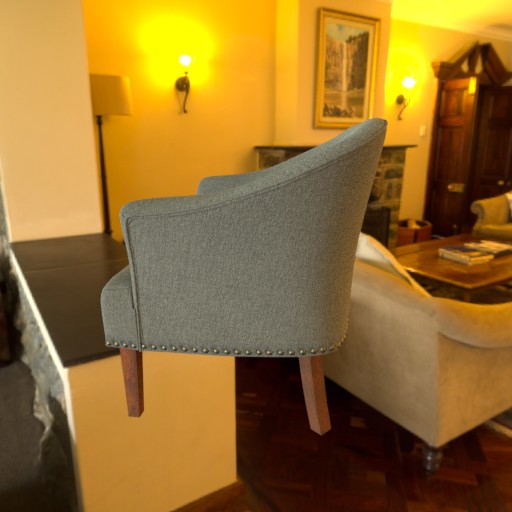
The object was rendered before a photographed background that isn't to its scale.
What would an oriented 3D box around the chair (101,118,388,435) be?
[{"bbox_3d":[0.000,0.000,1.379,0.704,0.815,0.798,2,15,8],"label":"chair"}]
